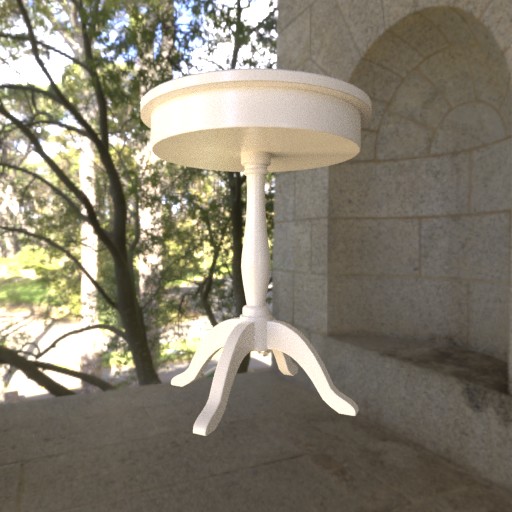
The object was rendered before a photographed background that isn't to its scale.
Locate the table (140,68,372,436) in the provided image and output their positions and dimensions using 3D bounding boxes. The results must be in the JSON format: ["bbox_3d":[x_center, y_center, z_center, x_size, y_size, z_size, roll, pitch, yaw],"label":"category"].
[{"bbox_3d":[0.000,0.000,1.020,0.513,0.653,0.513,0,1,0],"label":"table"}]
